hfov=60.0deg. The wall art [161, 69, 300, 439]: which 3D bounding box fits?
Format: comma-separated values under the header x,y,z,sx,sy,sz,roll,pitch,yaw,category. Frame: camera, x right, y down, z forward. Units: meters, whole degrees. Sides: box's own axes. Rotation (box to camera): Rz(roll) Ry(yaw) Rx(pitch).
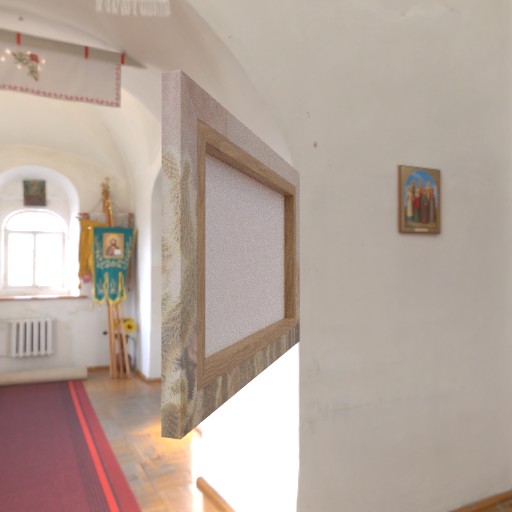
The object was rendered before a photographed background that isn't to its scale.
x,y,z,sx,sy,sz,roll,pitch,yaw,category
0.000,0.000,1.168,0.040,0.608,0.916,0,0,18,wall art
